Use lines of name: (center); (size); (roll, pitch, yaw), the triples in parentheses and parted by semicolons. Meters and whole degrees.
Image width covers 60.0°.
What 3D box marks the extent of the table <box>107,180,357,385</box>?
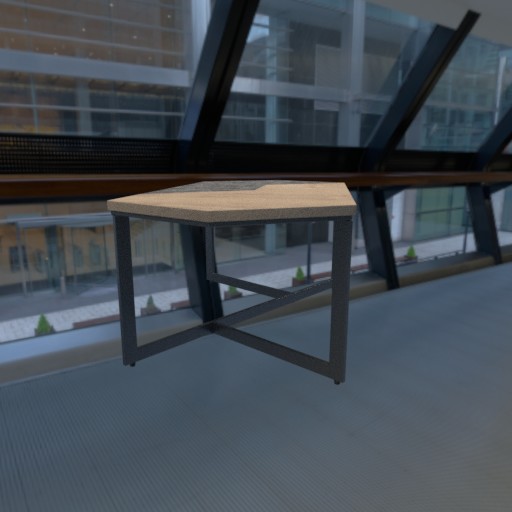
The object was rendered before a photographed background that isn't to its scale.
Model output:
table: (0.000, 0.000, 1.534); (0.609, 0.457, 1.219); (2, 13, 9)
